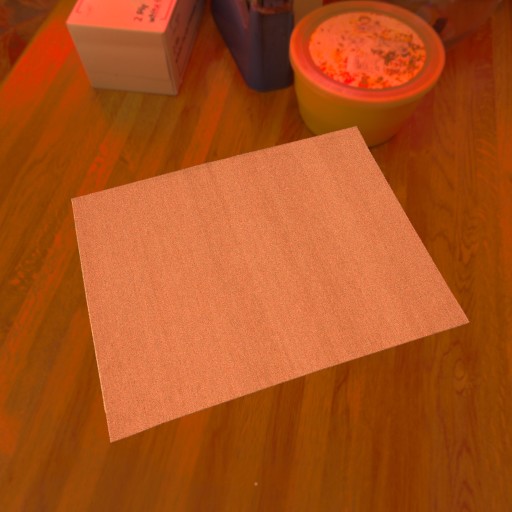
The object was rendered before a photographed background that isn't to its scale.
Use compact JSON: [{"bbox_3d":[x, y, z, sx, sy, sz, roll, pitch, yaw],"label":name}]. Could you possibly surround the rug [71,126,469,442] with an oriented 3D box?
[{"bbox_3d":[0.000,0.000,4.229,3.202,0.045,2.434,-16,64,-8],"label":"rug"}]
